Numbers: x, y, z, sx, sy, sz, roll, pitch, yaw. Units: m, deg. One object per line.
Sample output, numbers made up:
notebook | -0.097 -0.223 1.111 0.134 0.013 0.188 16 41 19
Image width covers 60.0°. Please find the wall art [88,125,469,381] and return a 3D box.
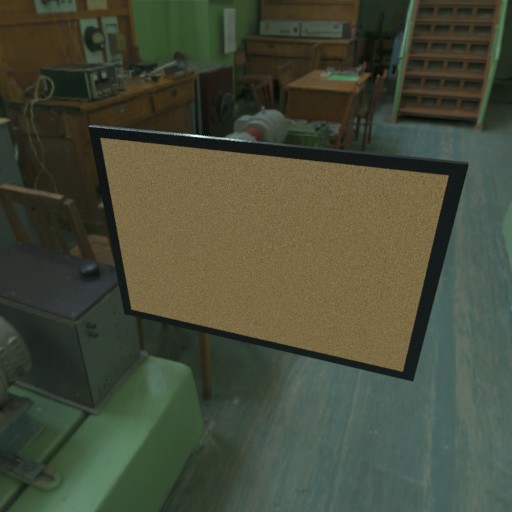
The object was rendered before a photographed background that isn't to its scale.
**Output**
wall art | 0.000 0.000 1.063 0.819 0.552 0.015 10 32 16
